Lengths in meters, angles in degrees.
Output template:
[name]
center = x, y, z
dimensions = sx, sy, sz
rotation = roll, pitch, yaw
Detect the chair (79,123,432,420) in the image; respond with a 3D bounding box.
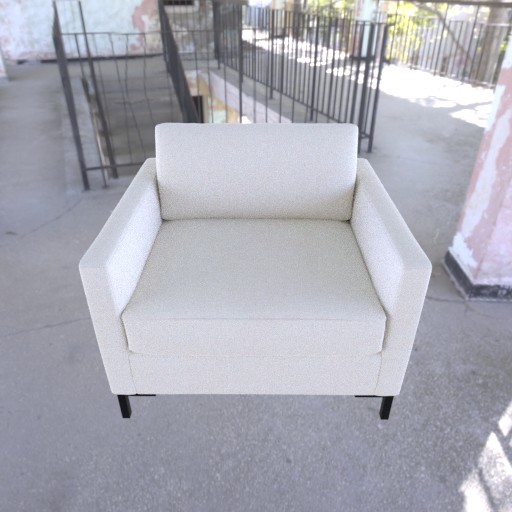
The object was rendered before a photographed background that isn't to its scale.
[chair]
center = 0.000, 0.000, 1.617
dimensions = 0.964, 0.806, 0.875
rotation = 0, 32, 0
